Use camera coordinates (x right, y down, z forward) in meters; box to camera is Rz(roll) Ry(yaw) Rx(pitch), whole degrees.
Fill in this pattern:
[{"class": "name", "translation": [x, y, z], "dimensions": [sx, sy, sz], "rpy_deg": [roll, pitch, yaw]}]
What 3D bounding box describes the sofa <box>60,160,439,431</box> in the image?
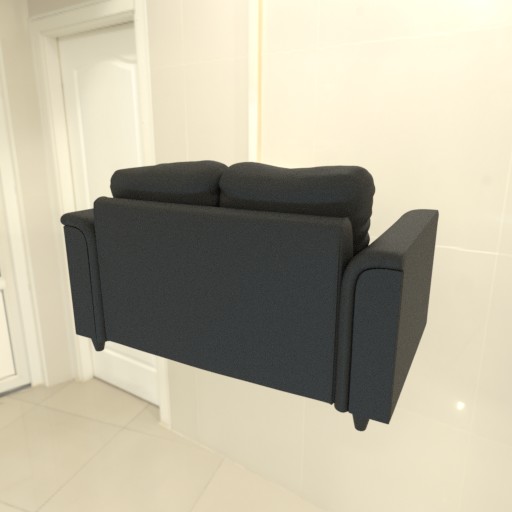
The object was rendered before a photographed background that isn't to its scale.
[{"class": "sofa", "translation": [0.000, 0.000, 1.957], "dimensions": [1.386, 0.845, 0.887], "rpy_deg": [8, 17, 27]}]
